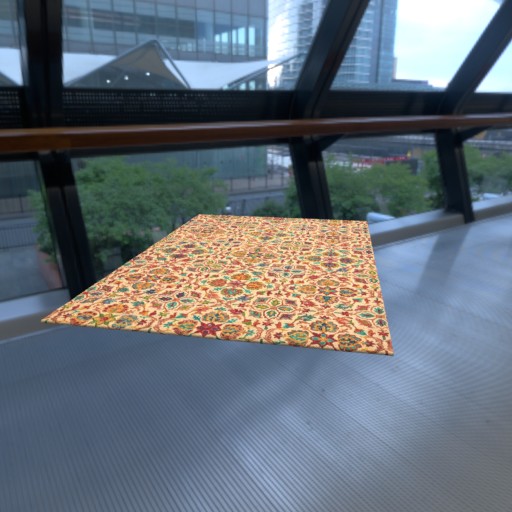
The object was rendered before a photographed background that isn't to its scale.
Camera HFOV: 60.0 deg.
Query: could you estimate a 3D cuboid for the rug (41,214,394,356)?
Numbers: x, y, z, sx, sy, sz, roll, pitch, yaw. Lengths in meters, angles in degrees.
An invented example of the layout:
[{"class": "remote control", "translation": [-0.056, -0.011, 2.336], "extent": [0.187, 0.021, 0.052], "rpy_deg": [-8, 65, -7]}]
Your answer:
[{"class": "rug", "translation": [0.000, 0.000, 2.341], "extent": [1.226, 0.013, 1.838], "rpy_deg": [3, 18, 10]}]
